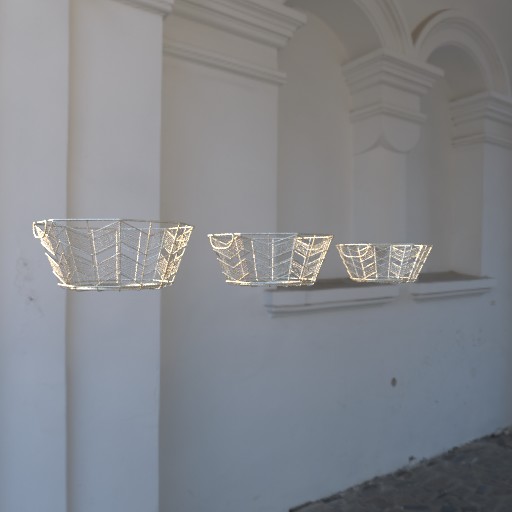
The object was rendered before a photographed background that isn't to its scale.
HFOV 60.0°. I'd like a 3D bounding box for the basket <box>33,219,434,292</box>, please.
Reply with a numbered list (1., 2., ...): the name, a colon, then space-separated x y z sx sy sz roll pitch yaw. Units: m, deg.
1. basket: 0.000 0.000 1.373 1.246 0.178 0.432 0 0 -18
